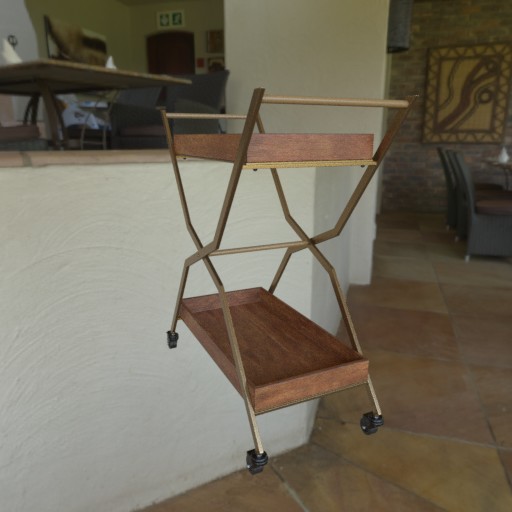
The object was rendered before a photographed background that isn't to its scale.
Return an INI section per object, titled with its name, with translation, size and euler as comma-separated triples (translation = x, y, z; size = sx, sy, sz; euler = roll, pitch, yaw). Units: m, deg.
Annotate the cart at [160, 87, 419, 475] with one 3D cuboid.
[cart]
translation = 0.000, 0.000, 1.345
size = 0.405, 0.869, 0.836
euler = -7, 17, -24
